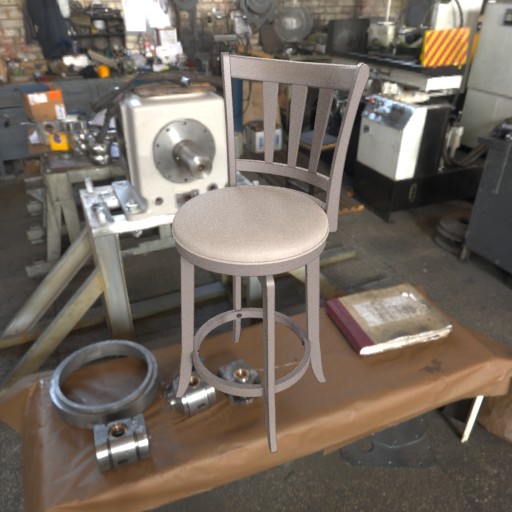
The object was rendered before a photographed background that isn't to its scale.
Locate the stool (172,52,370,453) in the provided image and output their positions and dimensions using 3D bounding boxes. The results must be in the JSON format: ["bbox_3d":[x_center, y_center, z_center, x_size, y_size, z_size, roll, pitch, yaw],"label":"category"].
[{"bbox_3d":[0.000,0.000,1.278,0.436,1.023,0.475,19,35,28],"label":"stool"}]
